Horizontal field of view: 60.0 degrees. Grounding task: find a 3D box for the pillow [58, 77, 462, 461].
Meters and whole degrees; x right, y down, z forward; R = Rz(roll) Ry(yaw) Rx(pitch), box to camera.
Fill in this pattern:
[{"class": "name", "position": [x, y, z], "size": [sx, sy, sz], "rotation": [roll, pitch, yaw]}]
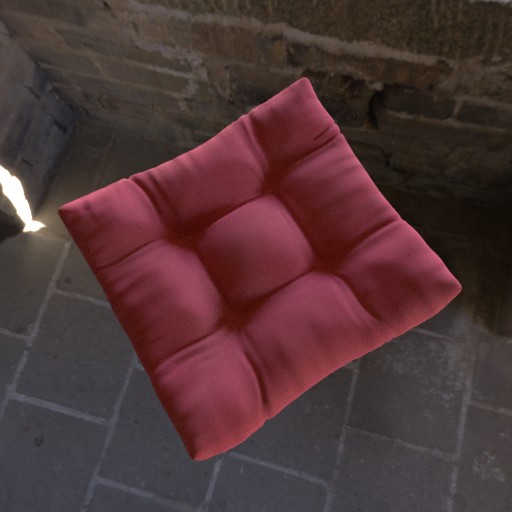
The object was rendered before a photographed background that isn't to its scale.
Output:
[{"class": "pillow", "position": [0.000, 0.000, 0.737], "size": [0.490, 0.128, 0.468], "rotation": [-31, 77, -8]}]
